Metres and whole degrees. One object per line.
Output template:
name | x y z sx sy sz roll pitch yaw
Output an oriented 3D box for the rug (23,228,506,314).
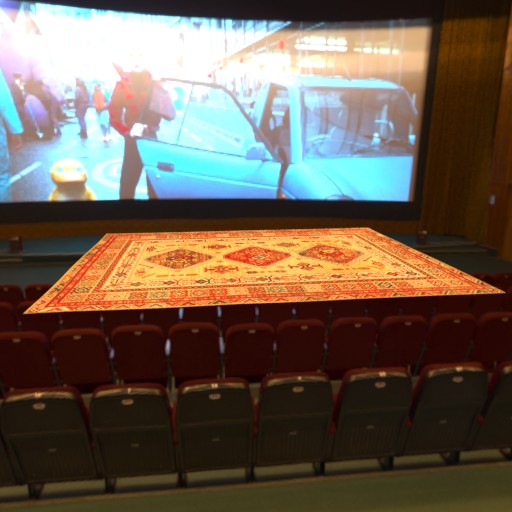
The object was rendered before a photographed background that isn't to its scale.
rug | 0.000 0.000 3.968 3.067 0.005 2.460 -2 14 -7
